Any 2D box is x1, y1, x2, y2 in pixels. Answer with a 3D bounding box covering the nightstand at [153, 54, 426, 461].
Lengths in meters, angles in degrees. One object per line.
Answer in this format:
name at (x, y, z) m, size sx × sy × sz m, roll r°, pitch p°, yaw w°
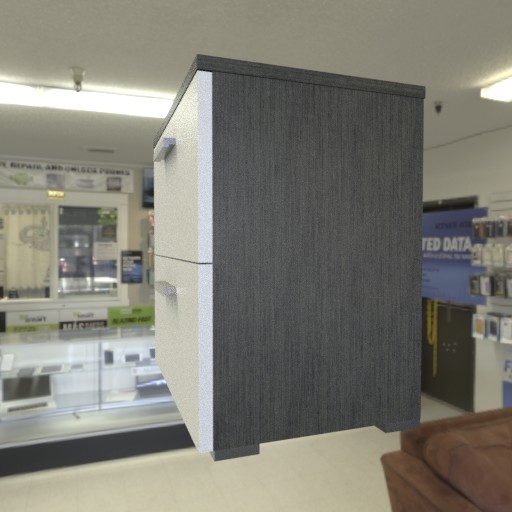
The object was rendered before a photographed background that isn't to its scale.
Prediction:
nightstand at (0.000, 0.000, 0.752) m, size 0.325 × 0.460 × 0.441 m, roll -1°, pitch 2°, yaw -19°
